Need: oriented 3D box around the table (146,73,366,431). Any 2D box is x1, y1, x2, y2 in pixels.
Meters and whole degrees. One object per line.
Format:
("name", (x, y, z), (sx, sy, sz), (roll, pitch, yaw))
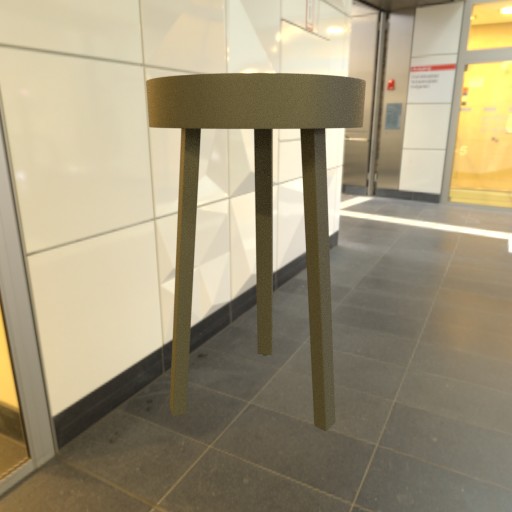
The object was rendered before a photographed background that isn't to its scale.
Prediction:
("table", (0.000, 0.000, 0.943), (0.406, 0.686, 0.406), (3, 17, 9))
